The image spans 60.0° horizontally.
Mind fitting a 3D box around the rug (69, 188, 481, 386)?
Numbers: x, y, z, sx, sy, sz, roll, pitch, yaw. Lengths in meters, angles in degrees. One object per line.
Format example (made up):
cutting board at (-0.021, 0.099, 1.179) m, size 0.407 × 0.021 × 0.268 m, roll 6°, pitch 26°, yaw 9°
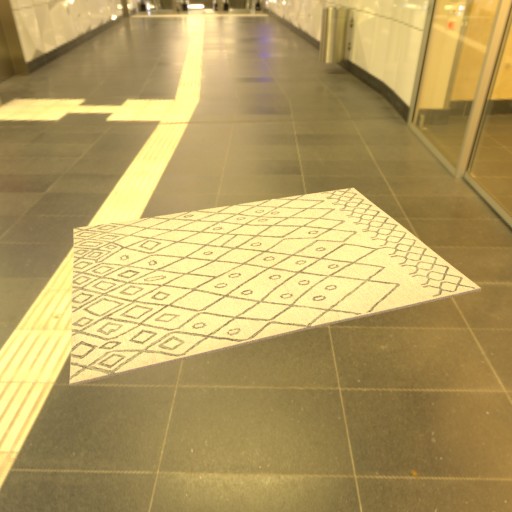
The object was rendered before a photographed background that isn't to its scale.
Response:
rug at (0.000, 0.000, 2.328) m, size 1.828 × 0.015 × 1.222 m, roll -10°, pitch 34°, yaw -15°
